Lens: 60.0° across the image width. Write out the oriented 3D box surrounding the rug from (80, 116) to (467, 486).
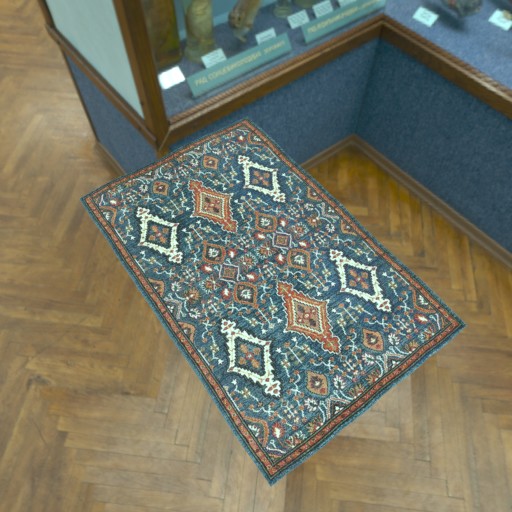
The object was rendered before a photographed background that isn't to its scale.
[{"bbox_3d":[0.000,0.000,2.346,1.195,0.014,1.847,-32,63,-18],"label":"rug"}]
